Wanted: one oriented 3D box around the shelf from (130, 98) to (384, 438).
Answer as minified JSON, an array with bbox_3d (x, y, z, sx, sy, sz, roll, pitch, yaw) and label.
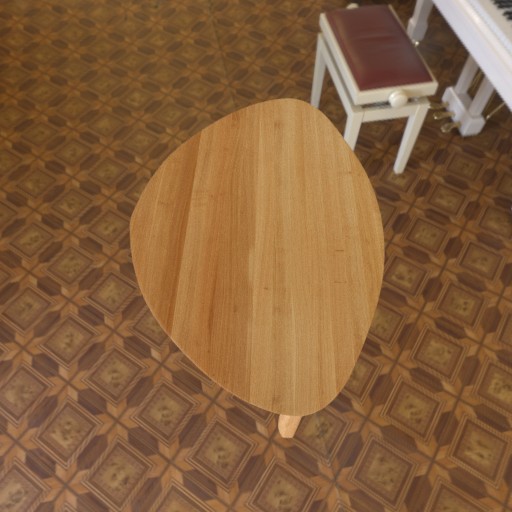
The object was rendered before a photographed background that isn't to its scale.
[{"bbox_3d":[0.000,0.000,1.674,0.845,0.440,1.246,1,59,1],"label":"shelf"}]
